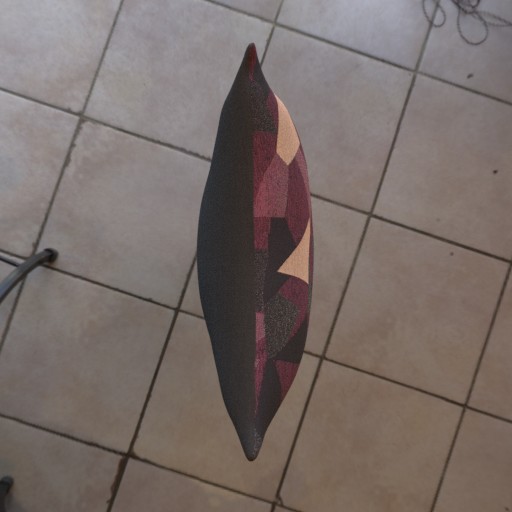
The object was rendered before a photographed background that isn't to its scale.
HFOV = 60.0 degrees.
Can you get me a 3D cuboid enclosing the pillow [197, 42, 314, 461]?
[{"bbox_3d":[0.000,0.000,0.756,0.208,0.496,0.503,0,90,-1],"label":"pillow"}]
